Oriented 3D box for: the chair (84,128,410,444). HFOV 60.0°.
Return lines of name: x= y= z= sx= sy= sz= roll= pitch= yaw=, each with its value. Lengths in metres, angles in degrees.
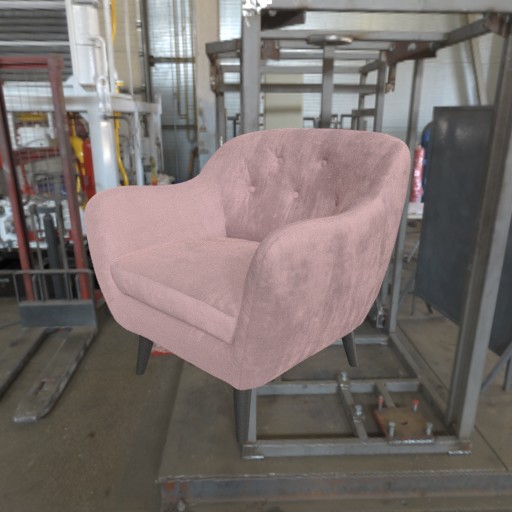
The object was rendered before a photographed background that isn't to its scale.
chair: x=0.000 y=0.000 z=1.508 sx=0.840 sy=0.820 sz=0.820 roll=16 pitch=23 yaw=40
